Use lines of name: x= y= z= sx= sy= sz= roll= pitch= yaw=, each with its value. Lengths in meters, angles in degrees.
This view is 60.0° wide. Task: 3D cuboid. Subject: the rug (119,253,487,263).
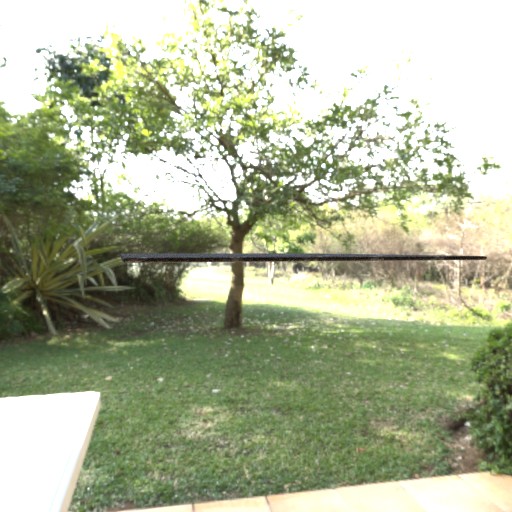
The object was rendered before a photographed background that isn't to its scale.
rug: x=0.000 y=0.000 z=4.165 sx=2.438 sy=0.029 sz=3.047 roll=0 pitch=1 yaw=-17
